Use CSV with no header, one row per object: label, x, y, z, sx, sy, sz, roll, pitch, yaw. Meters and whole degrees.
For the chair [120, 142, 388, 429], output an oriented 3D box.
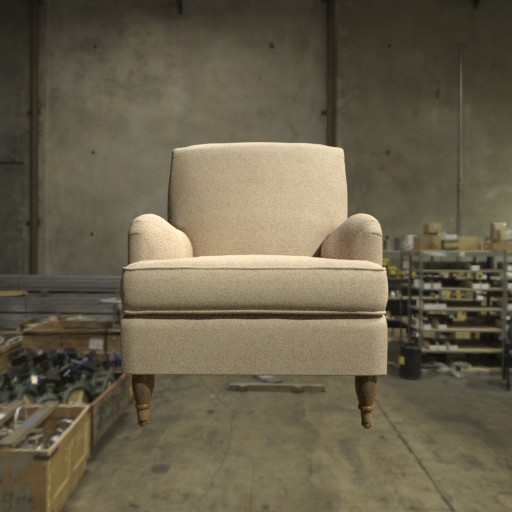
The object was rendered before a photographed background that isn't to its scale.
chair,0.000,0.000,1.823,0.879,1.119,0.953,0,0,1
